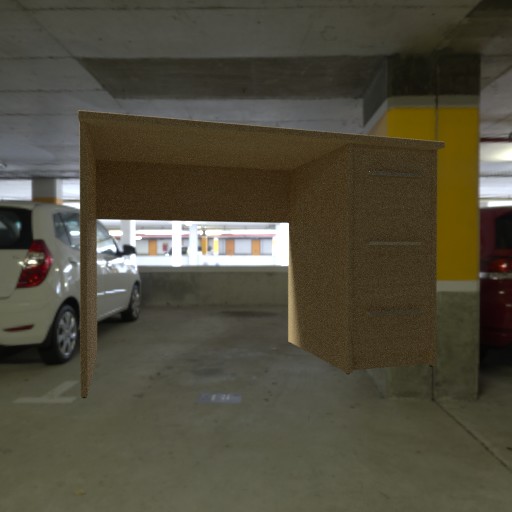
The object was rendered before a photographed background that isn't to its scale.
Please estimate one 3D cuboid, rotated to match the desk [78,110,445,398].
[{"bbox_3d":[0.000,0.000,1.535,1.097,0.735,0.560,0,1,-17],"label":"desk"}]
